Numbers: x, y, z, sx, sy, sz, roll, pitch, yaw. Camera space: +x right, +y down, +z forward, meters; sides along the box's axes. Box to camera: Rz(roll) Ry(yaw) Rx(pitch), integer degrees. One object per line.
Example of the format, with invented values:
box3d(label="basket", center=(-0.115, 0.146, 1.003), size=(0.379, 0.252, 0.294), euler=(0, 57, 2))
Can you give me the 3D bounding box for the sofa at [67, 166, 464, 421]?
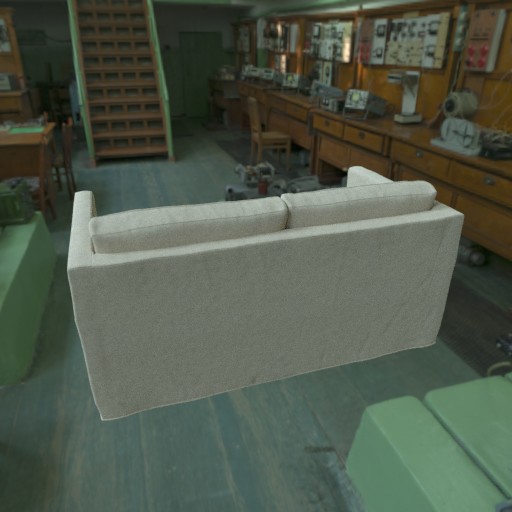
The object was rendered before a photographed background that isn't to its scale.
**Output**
box3d(label="sofa", center=(0.000, 0.000, 2.282), size=(1.719, 0.835, 0.962), euler=(-8, 27, -17))
